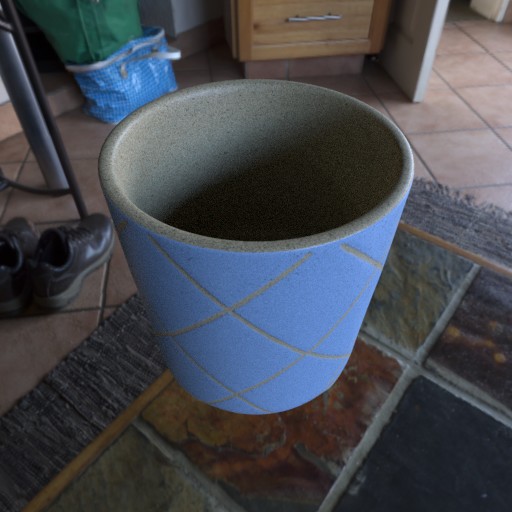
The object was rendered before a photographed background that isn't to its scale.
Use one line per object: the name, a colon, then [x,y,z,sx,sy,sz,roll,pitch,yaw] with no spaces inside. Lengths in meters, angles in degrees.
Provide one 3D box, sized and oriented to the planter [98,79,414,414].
planter: [0.000,0.000,0.409,0.227,0.235,0.227,0,45,0]
